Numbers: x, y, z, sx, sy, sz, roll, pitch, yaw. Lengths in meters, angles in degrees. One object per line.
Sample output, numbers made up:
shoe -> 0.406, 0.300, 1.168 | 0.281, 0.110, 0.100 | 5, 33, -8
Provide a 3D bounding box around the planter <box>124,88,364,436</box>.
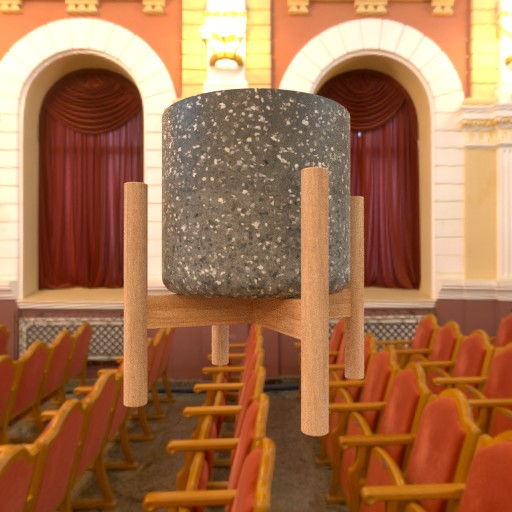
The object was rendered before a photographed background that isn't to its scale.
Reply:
planter -> 0.000, 0.000, 0.534 | 0.284, 0.320, 0.284 | 0, 0, 0
